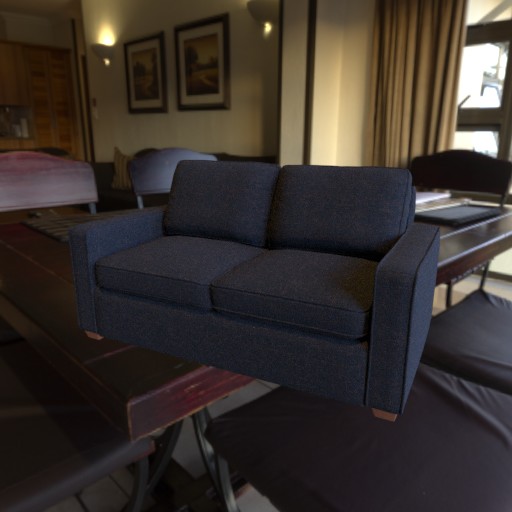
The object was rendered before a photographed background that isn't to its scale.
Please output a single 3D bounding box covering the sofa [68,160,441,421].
[{"bbox_3d":[0.000,0.000,2.298,1.709,0.918,0.947,8,17,26],"label":"sofa"}]
